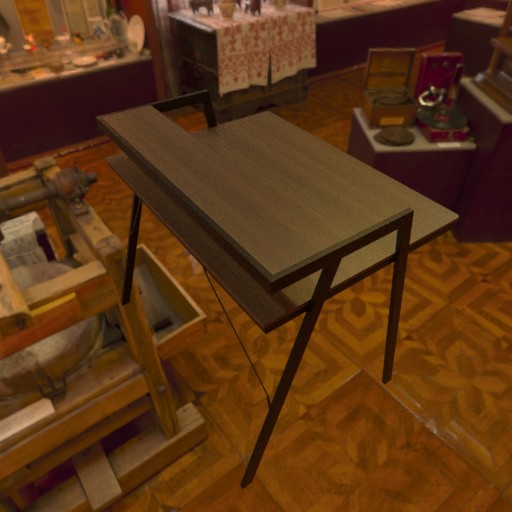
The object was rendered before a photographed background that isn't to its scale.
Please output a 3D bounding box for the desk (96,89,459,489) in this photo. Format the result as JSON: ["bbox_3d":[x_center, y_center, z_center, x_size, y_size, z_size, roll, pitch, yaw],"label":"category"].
[{"bbox_3d":[0.000,0.000,1.866,0.936,0.998,1.143,-25,46,-26],"label":"desk"}]
